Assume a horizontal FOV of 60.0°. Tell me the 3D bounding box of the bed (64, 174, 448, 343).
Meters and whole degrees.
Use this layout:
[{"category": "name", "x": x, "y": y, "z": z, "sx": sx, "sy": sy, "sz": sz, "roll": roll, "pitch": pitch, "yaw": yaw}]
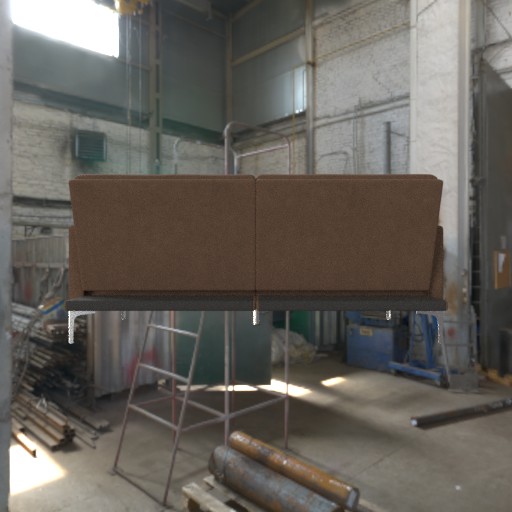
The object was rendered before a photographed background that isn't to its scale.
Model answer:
[{"category": "bed", "x": 0.000, "y": 0.000, "z": 2.422, "sx": 1.905, "sy": 0.787, "sz": 0.889, "roll": 0, "pitch": 0, "yaw": 0}]
